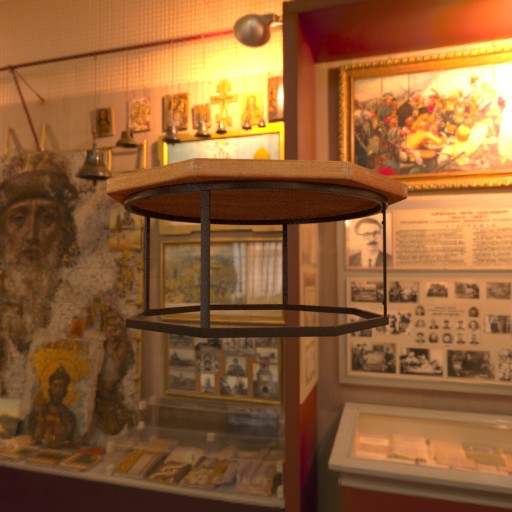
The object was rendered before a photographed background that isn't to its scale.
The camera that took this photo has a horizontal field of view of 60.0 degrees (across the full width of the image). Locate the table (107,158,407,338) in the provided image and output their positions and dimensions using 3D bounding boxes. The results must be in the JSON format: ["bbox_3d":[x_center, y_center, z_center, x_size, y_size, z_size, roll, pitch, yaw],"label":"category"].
[{"bbox_3d":[0.000,0.000,1.543,1.002,0.444,1.002,0,-2,0],"label":"table"}]
